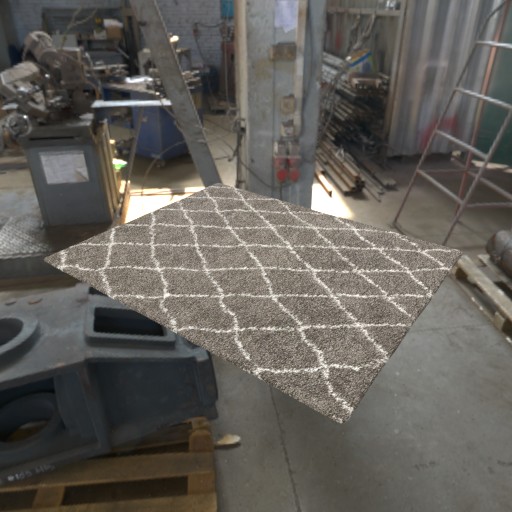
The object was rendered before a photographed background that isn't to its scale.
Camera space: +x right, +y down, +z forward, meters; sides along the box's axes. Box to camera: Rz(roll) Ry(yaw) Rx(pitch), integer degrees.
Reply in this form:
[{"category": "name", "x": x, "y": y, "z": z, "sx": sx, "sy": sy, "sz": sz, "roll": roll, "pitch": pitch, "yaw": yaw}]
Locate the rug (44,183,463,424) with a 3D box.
[{"category": "rug", "x": 0.000, "y": 0.000, "z": 4.102, "sx": 3.047, "sy": 0.029, "sz": 2.438, "roll": 20, "pitch": 36, "yaw": 31}]
